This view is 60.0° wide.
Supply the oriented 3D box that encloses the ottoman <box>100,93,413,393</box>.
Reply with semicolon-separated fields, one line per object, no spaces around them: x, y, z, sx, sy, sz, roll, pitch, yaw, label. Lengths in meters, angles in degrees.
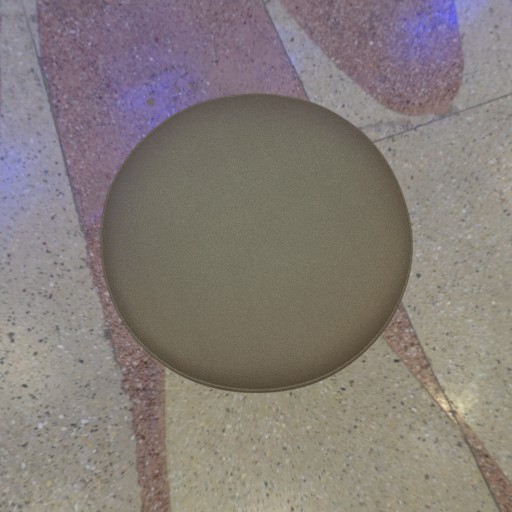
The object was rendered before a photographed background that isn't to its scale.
0.000;0.000;0.864;0.500;0.409;0.500;0;76;0;ottoman
